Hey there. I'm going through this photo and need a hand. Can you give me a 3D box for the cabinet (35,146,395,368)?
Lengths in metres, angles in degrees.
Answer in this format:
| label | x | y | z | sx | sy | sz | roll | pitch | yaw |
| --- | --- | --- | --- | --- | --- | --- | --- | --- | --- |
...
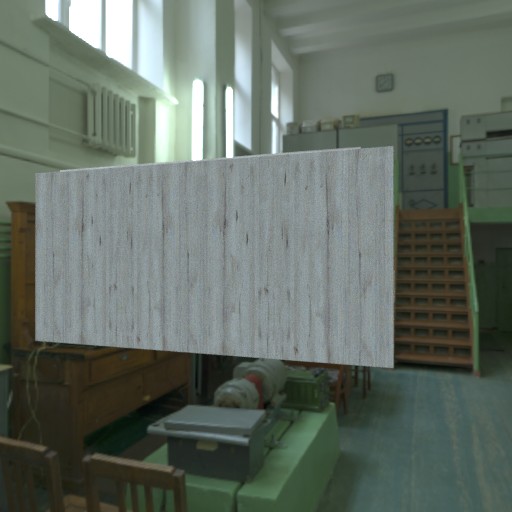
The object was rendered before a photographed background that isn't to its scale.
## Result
| label | x | y | z | sx | sy | sz | roll | pitch | yaw |
| --- | --- | --- | --- | --- | --- | --- | --- | --- | --- |
| cabinet | 0.000 | 0.000 | 3.199 | 1.950 | 0.970 | 2.080 | 0 | 0 | 19 |
